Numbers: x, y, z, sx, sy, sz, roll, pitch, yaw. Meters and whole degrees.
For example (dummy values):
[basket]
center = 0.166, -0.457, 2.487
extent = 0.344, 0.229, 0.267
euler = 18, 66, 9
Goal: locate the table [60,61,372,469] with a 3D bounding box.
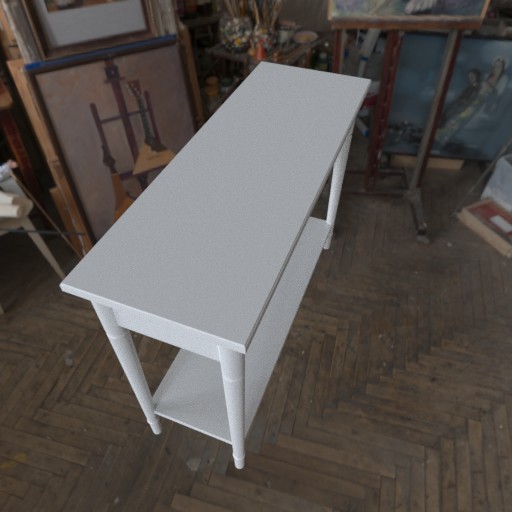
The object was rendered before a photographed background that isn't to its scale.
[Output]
[table]
center = 0.000, 0.000, 1.401
extent = 0.381, 0.749, 1.067
euler = 16, 49, 15
